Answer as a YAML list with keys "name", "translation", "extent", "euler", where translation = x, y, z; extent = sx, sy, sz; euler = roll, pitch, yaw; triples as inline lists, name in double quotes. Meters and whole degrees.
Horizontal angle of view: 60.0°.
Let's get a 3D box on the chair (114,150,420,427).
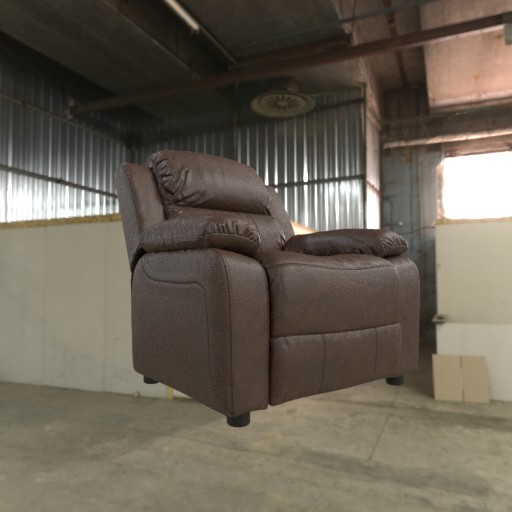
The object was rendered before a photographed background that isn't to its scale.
- name: "chair"
  translation: [0.000, 0.000, 1.276]
  extent: [0.680, 0.702, 0.707]
  euler: [2, -3, -38]
